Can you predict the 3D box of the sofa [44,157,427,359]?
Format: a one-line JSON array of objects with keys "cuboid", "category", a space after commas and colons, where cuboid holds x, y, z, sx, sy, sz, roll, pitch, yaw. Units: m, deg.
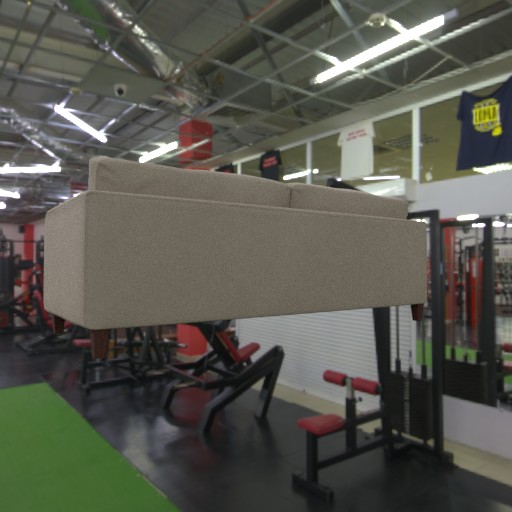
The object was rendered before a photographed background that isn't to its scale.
[{"cuboid": [0.000, 0.000, 2.900, 2.404, 0.912, 0.988, 1, -2, -35], "category": "sofa"}]
